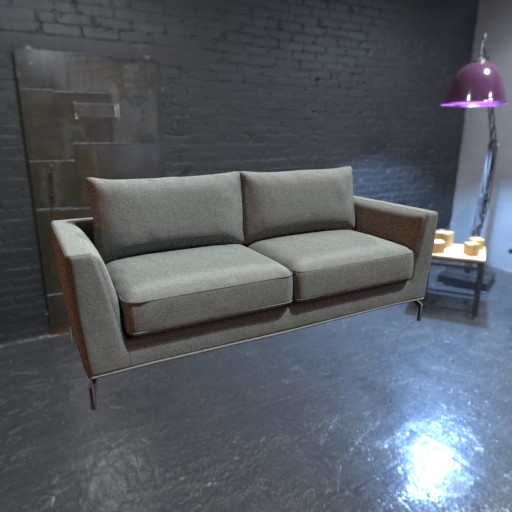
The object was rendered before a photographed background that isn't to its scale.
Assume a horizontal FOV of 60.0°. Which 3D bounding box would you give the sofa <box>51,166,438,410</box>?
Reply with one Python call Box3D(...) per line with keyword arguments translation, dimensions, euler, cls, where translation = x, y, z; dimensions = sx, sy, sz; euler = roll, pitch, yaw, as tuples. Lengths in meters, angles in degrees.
Box3D(translation=(0.000, 0.000, 2.727), dimensions=(2.212, 1.002, 0.869), euler=(-8, 18, -27), cls="sofa")
